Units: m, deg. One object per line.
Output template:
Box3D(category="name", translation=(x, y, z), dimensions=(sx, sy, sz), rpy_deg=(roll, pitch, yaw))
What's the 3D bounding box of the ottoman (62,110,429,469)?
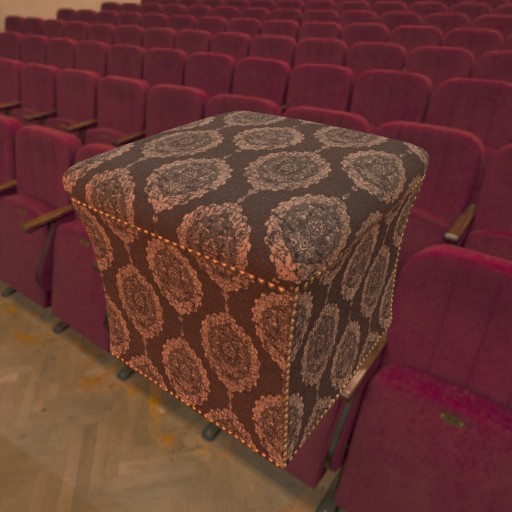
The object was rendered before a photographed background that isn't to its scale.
Box3D(category="ottoman", translation=(0.000, 0.000, 0.908), dimensions=(0.497, 0.475, 0.507), rpy_deg=(22, 38, 30))
